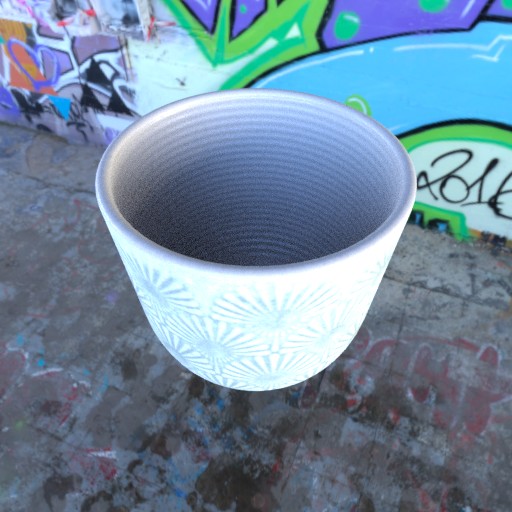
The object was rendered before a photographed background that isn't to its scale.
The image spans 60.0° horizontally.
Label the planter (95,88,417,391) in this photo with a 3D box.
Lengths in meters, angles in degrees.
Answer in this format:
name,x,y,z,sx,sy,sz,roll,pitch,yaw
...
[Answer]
name,x,y,z,sx,sy,sz,roll,pitch,yaw
planter,0.000,0.000,0.294,0.170,0.152,0.170,0,46,0
